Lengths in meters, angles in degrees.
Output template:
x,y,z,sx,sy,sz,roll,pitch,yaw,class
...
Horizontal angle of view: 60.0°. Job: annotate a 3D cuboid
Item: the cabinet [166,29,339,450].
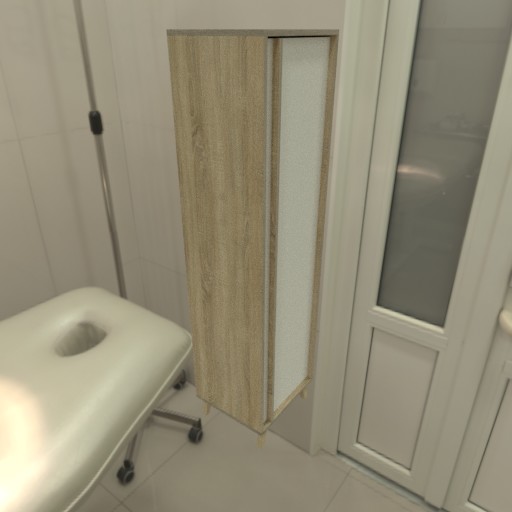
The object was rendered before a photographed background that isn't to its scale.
x,y,z,sx,sy,sz,roll,pitch,yaw,class
0.000,0.000,2.153,0.450,1.960,0.510,19,33,32,cabinet
